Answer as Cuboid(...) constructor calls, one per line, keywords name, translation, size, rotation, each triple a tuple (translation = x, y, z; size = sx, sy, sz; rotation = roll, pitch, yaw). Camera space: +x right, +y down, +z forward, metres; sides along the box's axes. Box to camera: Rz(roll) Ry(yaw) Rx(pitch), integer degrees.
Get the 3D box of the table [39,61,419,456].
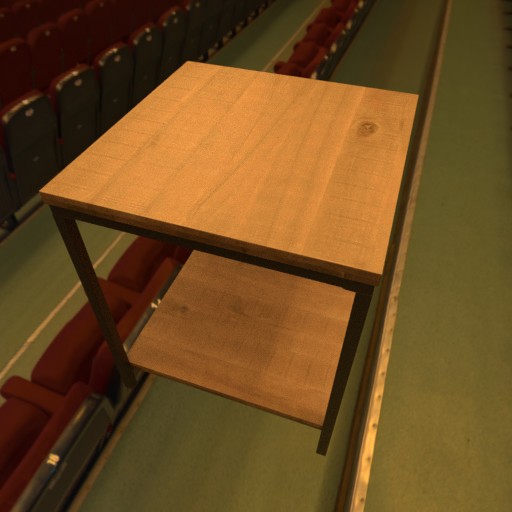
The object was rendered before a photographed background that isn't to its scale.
Cuboid(name="table", translation=(0.000, 0.000, 0.974), size=(0.503, 0.589, 0.507), rotation=(14, 47, 13))
